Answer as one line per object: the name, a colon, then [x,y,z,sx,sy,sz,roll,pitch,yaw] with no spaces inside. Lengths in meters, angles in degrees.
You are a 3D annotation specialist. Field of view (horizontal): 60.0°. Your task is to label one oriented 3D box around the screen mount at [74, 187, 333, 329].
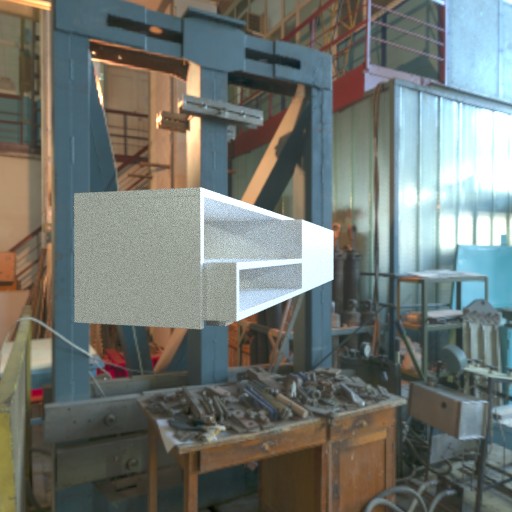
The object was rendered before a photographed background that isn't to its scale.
screen mount: [0.000,0.000,1.837,0.420,0.320,1.680,0,0,17]
